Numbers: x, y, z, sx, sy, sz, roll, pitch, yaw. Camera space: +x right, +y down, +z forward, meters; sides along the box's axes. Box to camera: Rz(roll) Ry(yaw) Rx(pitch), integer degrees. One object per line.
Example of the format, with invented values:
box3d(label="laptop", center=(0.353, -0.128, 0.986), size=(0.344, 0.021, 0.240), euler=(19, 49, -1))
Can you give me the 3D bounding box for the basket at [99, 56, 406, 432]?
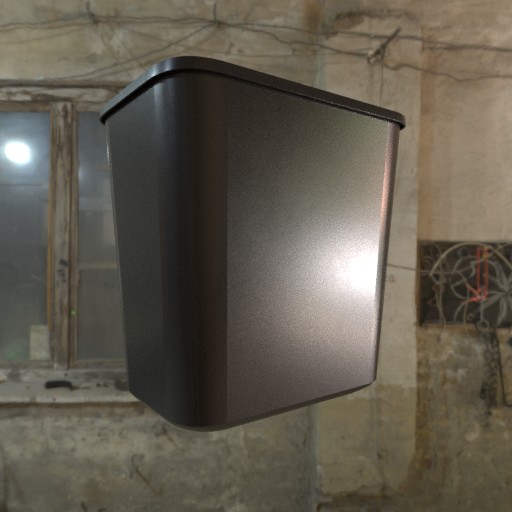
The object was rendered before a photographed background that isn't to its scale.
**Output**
box3d(label="basket", center=(0.000, 0.000, 0.493), size=(0.300, 0.307, 0.211), euler=(-1, 1, -36))
